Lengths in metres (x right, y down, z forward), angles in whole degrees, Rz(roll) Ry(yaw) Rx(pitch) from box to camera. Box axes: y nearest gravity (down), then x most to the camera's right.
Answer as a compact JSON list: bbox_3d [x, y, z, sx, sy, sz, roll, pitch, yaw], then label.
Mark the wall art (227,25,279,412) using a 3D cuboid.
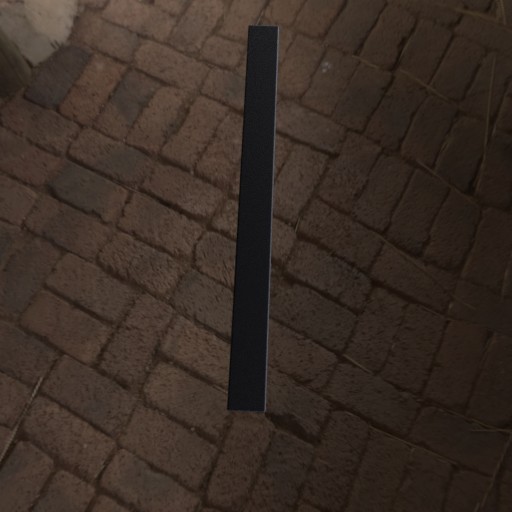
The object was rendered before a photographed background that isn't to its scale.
[{"bbox_3d":[0.000,0.000,0.539,0.028,0.381,0.328,2,75,1],"label":"wall art"}]
